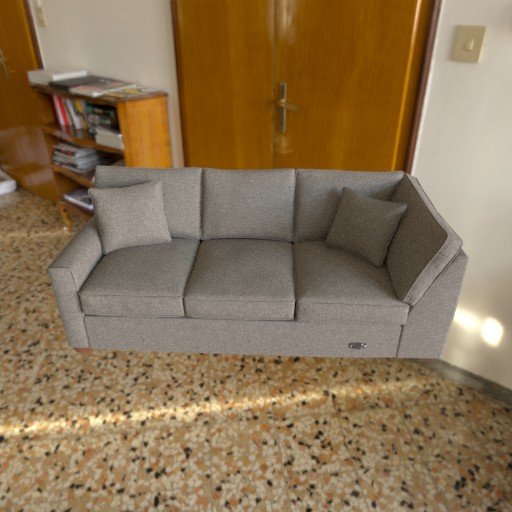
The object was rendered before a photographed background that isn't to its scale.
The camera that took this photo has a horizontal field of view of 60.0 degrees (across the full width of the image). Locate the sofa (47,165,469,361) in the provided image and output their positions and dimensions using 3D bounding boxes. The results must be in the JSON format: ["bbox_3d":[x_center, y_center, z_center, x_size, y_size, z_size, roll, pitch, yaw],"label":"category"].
[{"bbox_3d":[0.000,0.000,2.916,2.317,0.962,1.061,1,30,2],"label":"sofa"}]
